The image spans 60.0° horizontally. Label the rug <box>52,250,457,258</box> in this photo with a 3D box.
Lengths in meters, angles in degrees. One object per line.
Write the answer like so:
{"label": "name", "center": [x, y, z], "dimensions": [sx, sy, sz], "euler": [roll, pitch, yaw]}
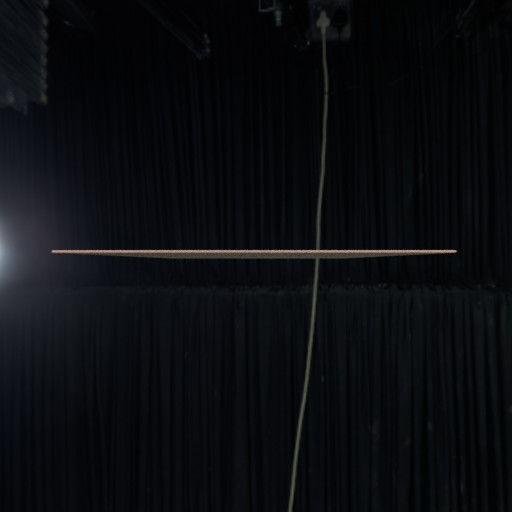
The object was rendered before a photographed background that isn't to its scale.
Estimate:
{"label": "rug", "center": [0.000, 0.000, 2.245], "dimensions": [1.219, 0.008, 1.829], "euler": [0, -1, 1]}
